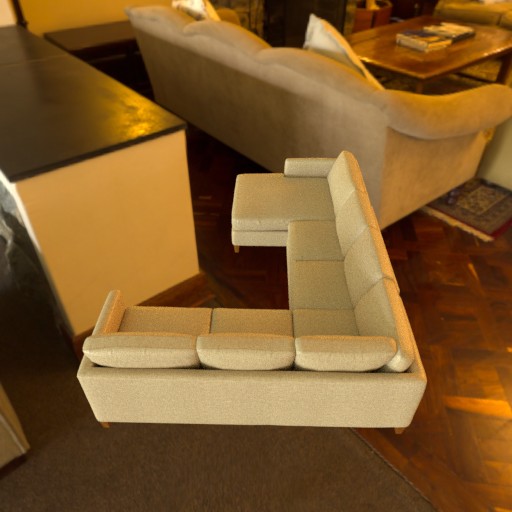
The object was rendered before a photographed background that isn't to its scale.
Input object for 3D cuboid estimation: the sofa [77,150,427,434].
[{"bbox_3d":[0.000,0.000,4.681,2.594,0.961,3.460,1,40,1],"label":"sofa"}]
